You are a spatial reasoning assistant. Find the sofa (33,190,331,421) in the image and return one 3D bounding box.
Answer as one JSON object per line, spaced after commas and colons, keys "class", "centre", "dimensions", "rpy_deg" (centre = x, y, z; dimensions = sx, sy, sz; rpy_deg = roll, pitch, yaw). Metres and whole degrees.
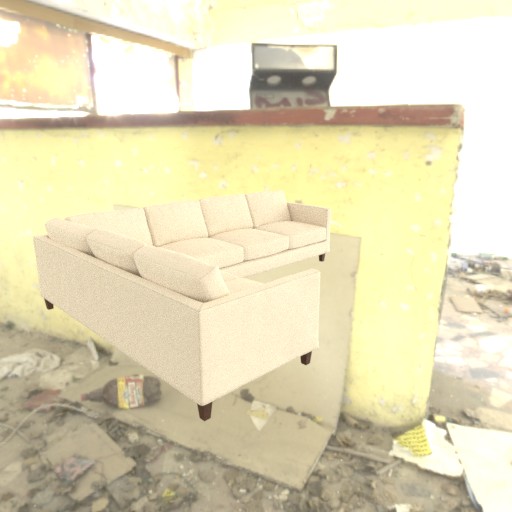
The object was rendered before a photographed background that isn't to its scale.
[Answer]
{"class": "sofa", "centre": [0.000, 0.000, 4.207], "dimensions": [3.182, 0.863, 2.432], "rpy_deg": [-15, 21, -43]}
